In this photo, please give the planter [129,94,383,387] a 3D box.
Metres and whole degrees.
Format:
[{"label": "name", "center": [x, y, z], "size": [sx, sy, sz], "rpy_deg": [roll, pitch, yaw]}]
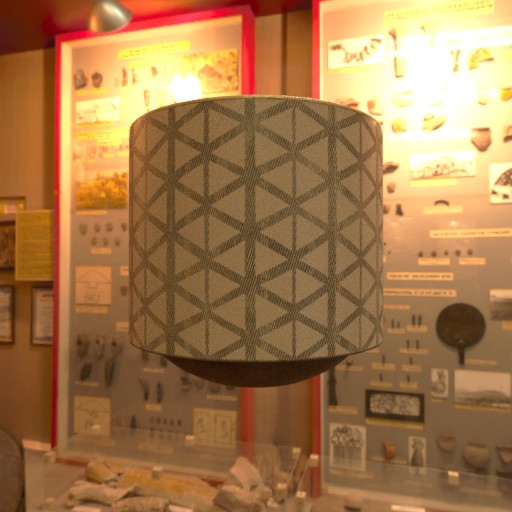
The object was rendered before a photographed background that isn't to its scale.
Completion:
[{"label": "planter", "center": [0.000, 0.000, 0.344], "size": [0.190, 0.181, 0.190], "rpy_deg": [0, 0, 0]}]
